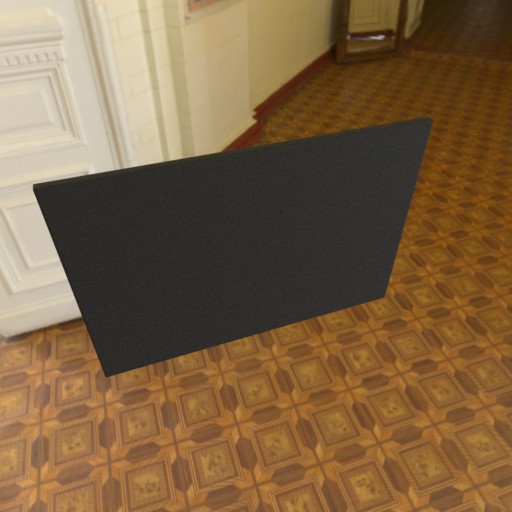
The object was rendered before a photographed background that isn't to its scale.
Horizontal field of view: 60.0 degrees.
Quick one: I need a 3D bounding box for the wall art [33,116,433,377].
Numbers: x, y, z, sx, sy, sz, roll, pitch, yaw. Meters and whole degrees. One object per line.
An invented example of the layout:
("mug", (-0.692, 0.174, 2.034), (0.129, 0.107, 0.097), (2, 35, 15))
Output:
("wall art", (0.000, 0.000, 1.240), (0.964, 0.659, 0.049), (-12, 43, -14))
